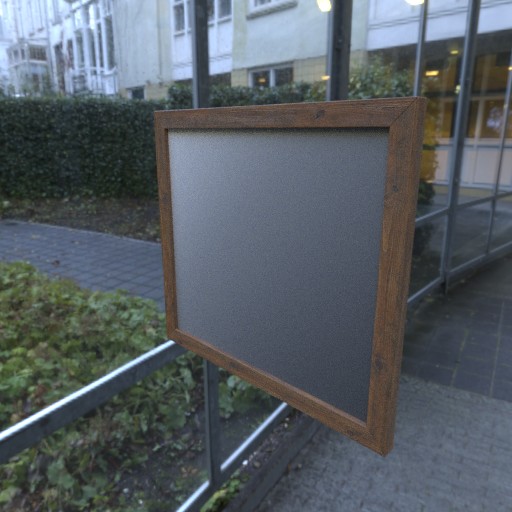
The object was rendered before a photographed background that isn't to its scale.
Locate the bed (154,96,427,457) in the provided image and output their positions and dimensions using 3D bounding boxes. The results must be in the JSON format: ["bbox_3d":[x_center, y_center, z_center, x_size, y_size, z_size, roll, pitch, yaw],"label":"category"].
[{"bbox_3d":[0.000,0.000,1.468,1.046,0.942,0.046,15,22,43],"label":"bed"}]
